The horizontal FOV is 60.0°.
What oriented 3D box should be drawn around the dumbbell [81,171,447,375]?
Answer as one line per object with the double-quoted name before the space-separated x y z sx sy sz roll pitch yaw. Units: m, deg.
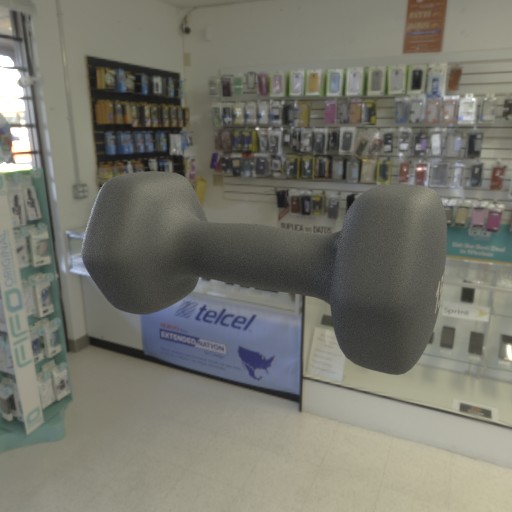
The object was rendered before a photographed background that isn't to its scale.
"dumbbell" 0.000 0.000 0.305 0.240 0.105 0.116 8 18 26
